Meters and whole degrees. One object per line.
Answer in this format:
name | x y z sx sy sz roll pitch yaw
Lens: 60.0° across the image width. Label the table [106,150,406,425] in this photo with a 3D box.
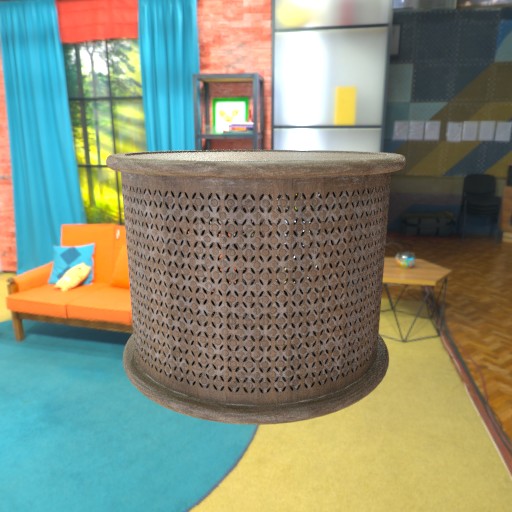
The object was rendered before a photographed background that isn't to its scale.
table | 0.000 0.000 0.998 0.607 0.450 0.607 0 15 0
